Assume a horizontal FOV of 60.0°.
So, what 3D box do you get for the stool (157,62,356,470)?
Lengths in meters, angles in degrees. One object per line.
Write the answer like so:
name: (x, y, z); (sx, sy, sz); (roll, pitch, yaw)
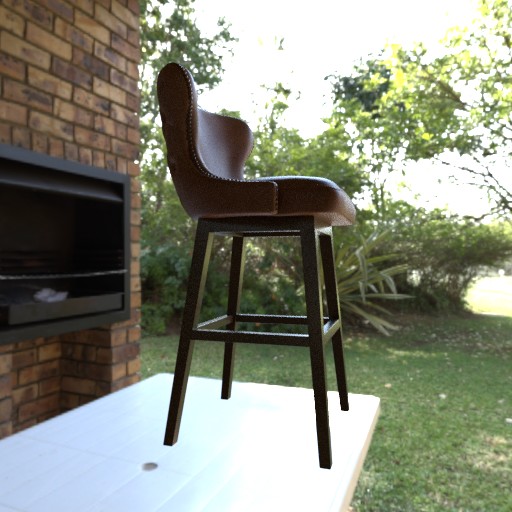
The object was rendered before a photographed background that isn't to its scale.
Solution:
stool: (0.000, 0.000, 1.435); (0.606, 1.087, 0.591); (0, 0, 18)
